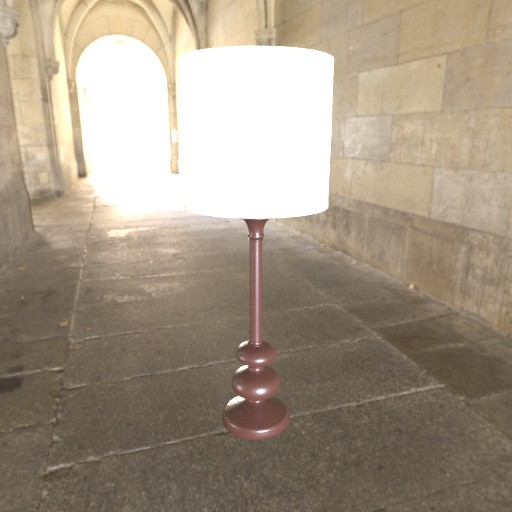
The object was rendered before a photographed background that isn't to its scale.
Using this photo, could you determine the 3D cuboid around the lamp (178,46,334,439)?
[{"bbox_3d":[0.000,0.000,0.817,0.254,0.690,0.254,8,17,26],"label":"lamp"}]
